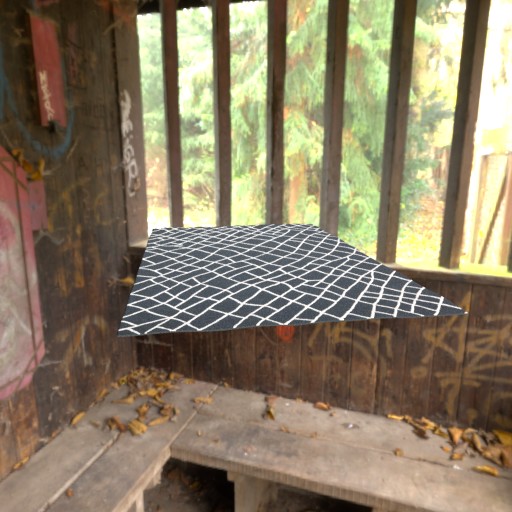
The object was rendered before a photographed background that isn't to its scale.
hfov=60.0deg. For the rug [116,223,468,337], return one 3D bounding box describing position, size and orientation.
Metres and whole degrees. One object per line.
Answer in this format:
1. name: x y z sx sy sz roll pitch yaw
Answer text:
1. rug: 0.000 0.000 3.037 1.529 0.017 2.448 -2 14 -9
